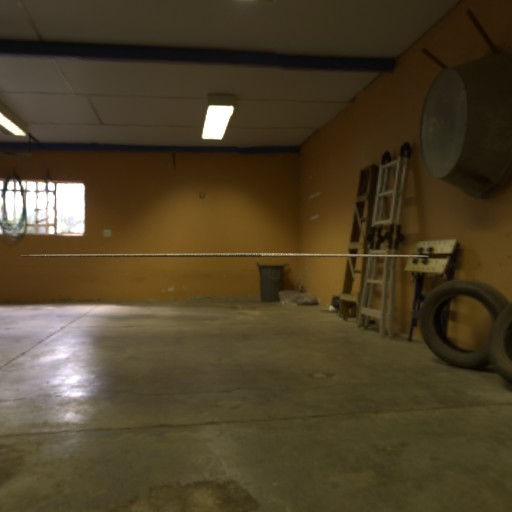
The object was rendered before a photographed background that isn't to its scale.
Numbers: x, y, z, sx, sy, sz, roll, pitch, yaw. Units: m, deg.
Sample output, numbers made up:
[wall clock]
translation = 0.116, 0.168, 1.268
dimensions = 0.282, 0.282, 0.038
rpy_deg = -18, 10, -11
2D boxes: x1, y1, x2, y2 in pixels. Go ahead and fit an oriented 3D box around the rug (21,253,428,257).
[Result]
[rug]
translation = 0.000, 0.000, 2.876
dimensions = 1.609, 0.013, 2.214
rpy_deg = 0, 0, 35
